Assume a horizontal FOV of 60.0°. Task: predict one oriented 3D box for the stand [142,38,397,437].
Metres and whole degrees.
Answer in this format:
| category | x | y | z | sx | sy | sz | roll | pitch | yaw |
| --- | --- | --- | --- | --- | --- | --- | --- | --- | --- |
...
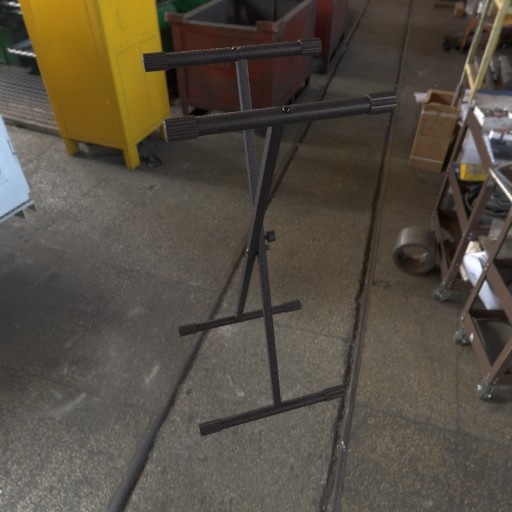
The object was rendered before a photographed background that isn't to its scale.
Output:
| category | x | y | z | sx | sy | sz | roll | pitch | yaw |
| --- | --- | --- | --- | --- | --- | --- | --- | --- | --- |
| stand | 0.000 | 0.000 | 1.152 | 0.449 | 0.940 | 0.409 | -11 | 43 | -12 |
